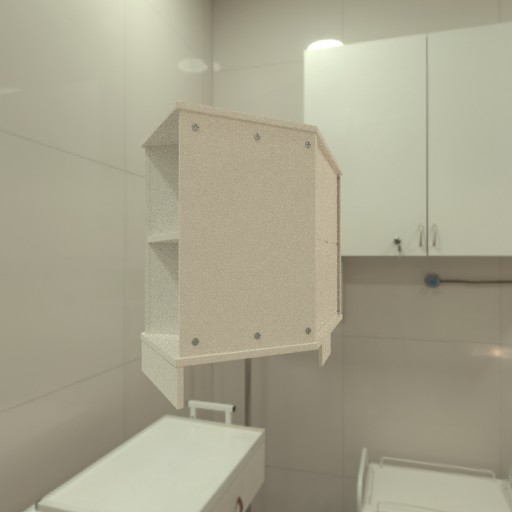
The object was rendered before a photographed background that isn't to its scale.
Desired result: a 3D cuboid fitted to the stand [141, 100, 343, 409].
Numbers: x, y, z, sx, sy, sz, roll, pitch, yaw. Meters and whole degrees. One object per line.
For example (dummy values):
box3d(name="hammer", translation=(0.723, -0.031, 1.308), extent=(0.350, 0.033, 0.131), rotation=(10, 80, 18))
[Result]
box3d(name="stand", translation=(0.000, 0.000, 1.389), extent=(0.477, 0.614, 1.072), rotation=(0, 0, 17))
